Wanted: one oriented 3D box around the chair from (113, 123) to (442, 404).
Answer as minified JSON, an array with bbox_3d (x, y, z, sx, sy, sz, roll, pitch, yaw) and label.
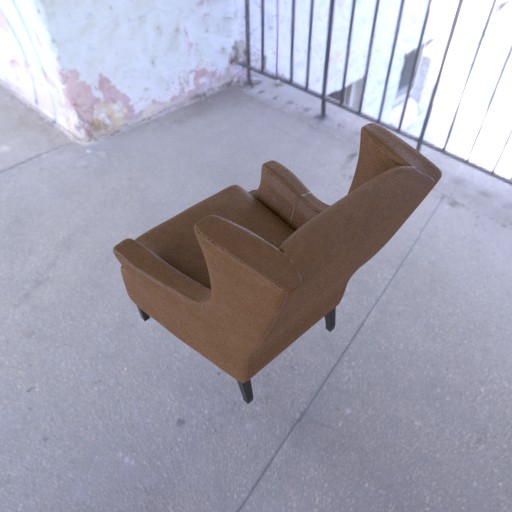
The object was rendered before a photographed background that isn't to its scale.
[{"bbox_3d":[0.000,0.000,1.732,0.852,1.016,0.925,-34,55,-28],"label":"chair"}]
